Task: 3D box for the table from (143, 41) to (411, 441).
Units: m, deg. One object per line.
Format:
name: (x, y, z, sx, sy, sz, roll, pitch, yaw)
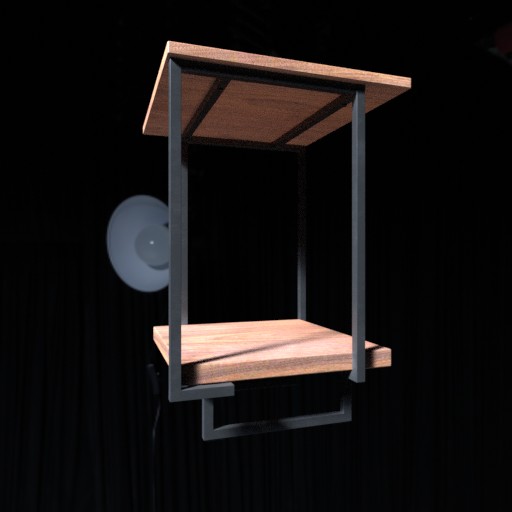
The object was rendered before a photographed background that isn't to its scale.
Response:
table: (0.000, 0.000, 0.839, 0.384, 0.567, 0.411, 0, 0, -19)
